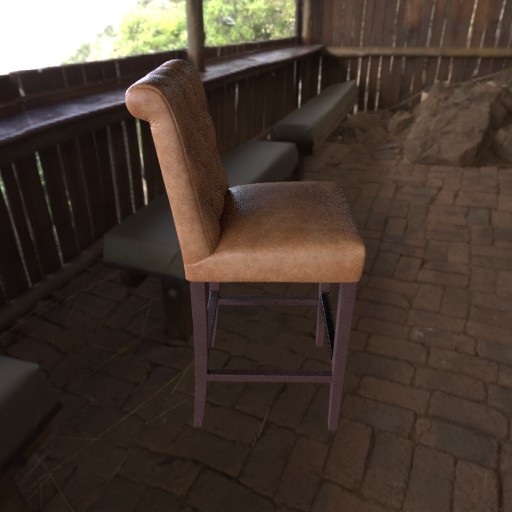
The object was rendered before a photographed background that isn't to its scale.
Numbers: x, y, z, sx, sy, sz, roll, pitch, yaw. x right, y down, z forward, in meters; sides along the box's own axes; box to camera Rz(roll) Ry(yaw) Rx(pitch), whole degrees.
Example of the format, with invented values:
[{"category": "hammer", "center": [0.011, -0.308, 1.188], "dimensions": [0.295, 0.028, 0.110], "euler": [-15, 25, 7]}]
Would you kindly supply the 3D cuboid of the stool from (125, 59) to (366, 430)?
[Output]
[{"category": "stool", "center": [0.000, 0.000, 1.451], "dimensions": [0.601, 1.140, 0.493], "euler": [1, 30, 1]}]
